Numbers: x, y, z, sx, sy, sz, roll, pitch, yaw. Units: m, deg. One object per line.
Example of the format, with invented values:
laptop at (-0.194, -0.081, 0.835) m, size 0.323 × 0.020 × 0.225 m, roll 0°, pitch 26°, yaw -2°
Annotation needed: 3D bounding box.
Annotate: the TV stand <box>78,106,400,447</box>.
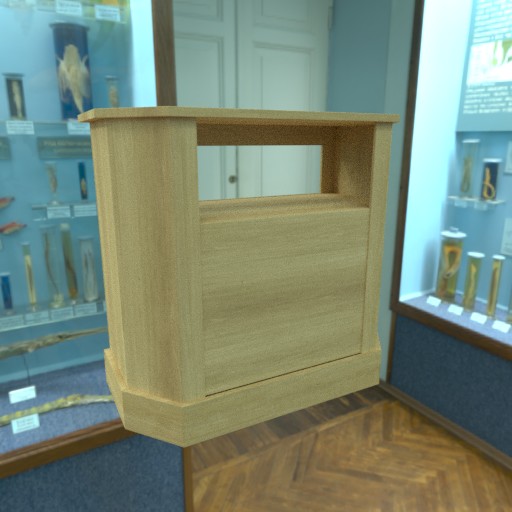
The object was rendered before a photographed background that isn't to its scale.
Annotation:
TV stand at (0.000, 0.000, 1.290) m, size 0.851 × 0.781 × 0.425 m, roll -8°, pitch 16°, yaw -27°
